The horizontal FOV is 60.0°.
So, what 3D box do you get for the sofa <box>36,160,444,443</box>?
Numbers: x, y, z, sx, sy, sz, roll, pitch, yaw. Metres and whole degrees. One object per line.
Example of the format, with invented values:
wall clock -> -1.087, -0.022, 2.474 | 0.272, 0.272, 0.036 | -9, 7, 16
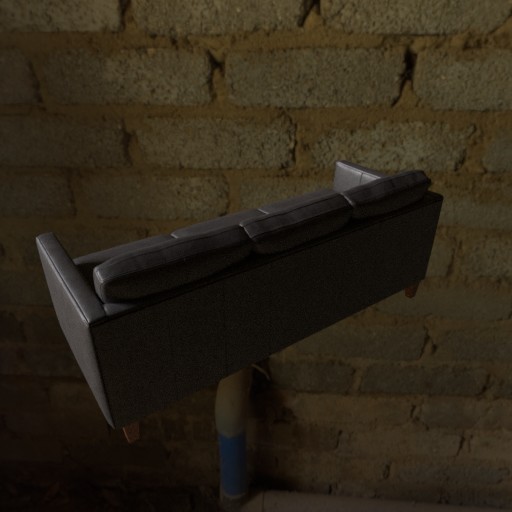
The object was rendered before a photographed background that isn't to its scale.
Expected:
sofa -> 0.000, 0.000, 2.953 | 2.464, 1.006, 1.045 | -19, 35, -30
